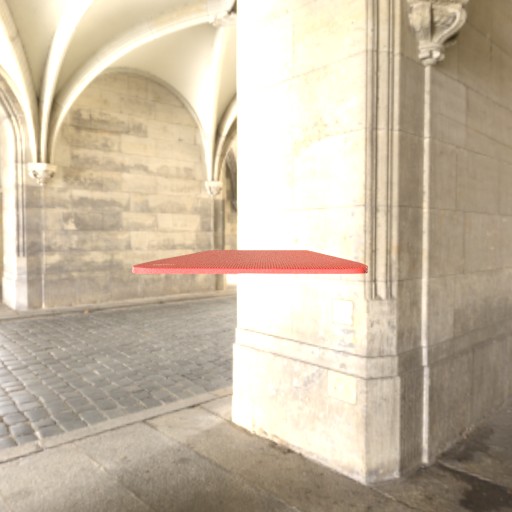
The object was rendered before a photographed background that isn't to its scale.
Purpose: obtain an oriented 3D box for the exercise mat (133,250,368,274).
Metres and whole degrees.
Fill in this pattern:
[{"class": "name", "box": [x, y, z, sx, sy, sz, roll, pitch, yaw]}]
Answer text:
[{"class": "exercise mat", "box": [0.000, 0.000, 2.032, 0.616, 0.021, 1.869, 0, 2, 1]}]
